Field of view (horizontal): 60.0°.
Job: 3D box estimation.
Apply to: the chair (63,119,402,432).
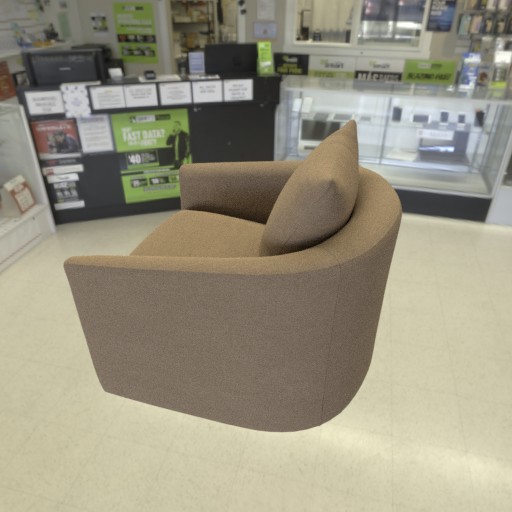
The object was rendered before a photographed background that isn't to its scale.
[{"bbox_3d":[0.000,0.000,1.552,0.910,0.848,0.845,9,33,14],"label":"chair"}]
